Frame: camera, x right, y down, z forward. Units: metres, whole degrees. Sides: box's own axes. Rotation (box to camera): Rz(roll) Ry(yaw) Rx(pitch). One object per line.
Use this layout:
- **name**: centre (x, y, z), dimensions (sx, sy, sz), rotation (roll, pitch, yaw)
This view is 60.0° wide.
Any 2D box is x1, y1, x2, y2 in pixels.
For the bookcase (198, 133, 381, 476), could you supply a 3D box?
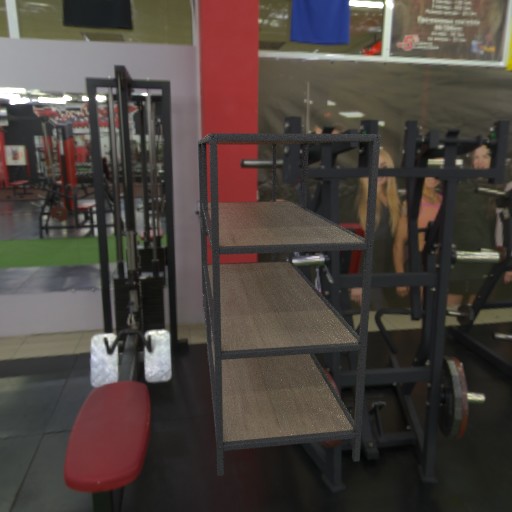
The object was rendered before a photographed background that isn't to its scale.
- **bookcase**: centre (0.000, 0.000, 1.524), dimensions (0.350, 0.780, 1.140), rotation (-2, 14, -8)
